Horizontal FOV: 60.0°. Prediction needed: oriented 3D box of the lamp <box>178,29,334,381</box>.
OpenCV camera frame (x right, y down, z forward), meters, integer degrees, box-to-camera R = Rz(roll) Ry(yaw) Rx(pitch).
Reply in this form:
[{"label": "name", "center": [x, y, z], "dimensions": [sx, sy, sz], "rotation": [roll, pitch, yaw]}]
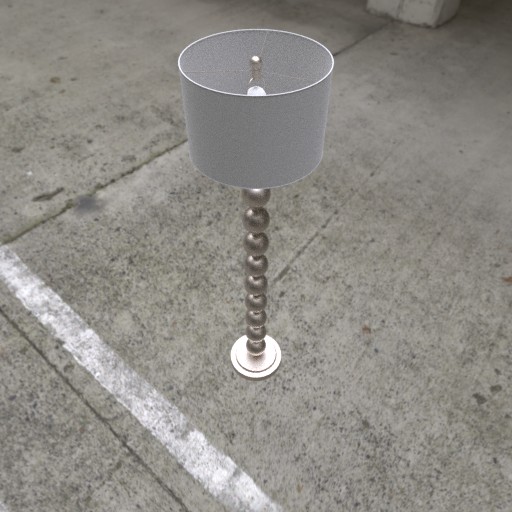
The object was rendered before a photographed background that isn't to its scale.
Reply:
[{"label": "lamp", "center": [0.000, 0.000, 1.654], "dimensions": [0.394, 1.474, 0.394], "rotation": [31, 54, 26]}]
